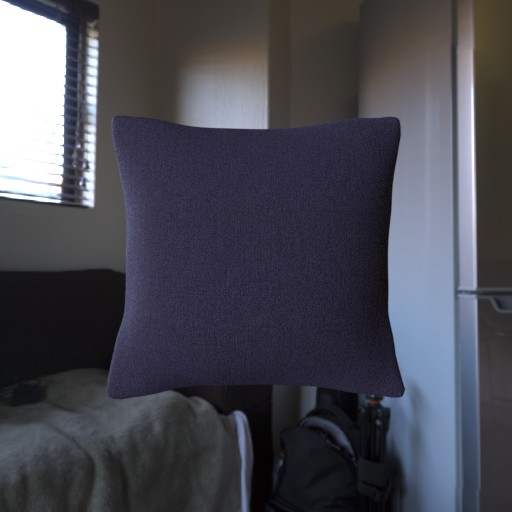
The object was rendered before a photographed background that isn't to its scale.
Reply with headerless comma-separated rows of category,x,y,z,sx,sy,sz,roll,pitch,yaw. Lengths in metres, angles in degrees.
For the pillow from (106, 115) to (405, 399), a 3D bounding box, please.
pillow,0.000,0.000,0.655,0.437,0.419,0.136,0,-1,0
